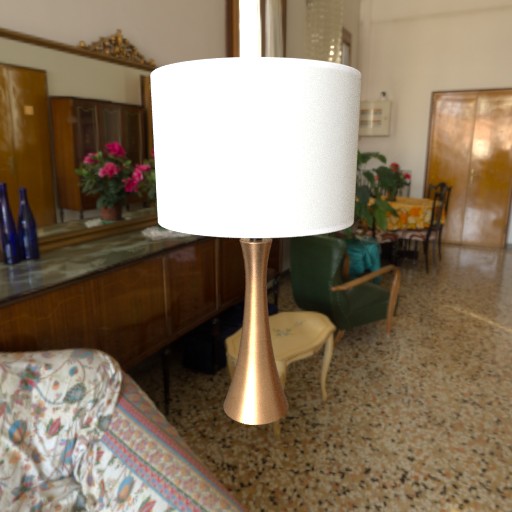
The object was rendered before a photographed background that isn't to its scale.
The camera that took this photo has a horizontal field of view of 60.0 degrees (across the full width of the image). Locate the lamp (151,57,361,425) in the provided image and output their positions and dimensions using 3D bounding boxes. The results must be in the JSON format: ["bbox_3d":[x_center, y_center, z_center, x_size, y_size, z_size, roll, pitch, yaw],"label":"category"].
[{"bbox_3d":[0.000,0.000,0.634,0.268,0.479,0.268,-2,14,-9],"label":"lamp"}]
